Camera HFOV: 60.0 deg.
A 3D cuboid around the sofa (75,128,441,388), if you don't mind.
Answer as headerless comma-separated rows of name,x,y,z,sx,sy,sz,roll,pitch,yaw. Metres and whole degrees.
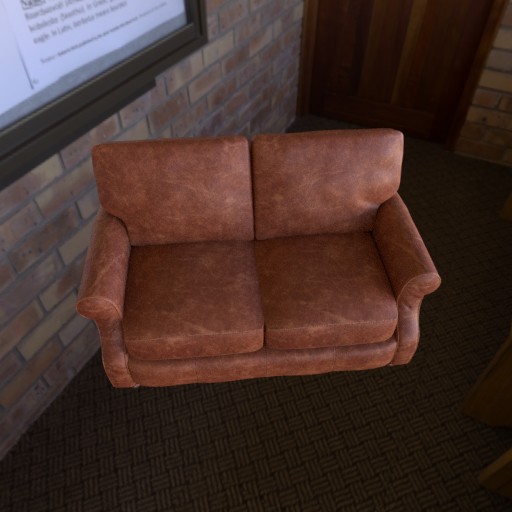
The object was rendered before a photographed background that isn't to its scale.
sofa,0.000,0.000,2.226,1.616,0.967,0.990,-4,46,-4
